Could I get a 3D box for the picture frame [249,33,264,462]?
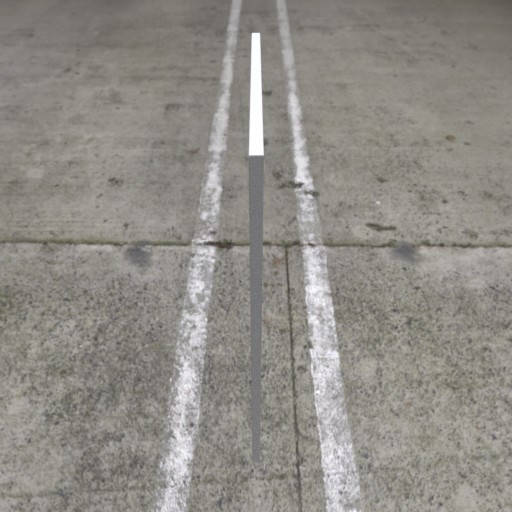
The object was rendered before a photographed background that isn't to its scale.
[{"bbox_3d":[0.000,0.000,0.675,0.012,0.534,0.381,0,40,0],"label":"picture frame"}]
